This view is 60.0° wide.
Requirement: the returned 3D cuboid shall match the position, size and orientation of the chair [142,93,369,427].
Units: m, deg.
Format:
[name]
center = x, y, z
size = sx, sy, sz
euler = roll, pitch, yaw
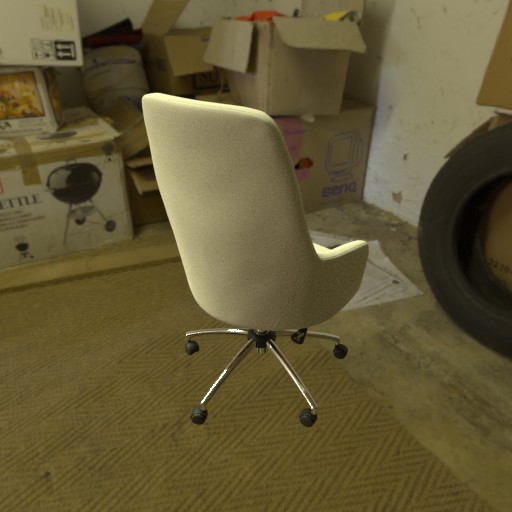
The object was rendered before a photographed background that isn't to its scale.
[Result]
[chair]
center = 0.000, 0.000, 1.453
size = 0.620, 1.049, 0.640
euler = 21, 36, 33
